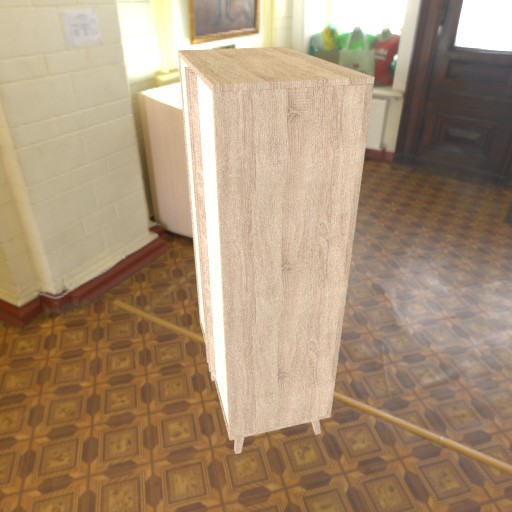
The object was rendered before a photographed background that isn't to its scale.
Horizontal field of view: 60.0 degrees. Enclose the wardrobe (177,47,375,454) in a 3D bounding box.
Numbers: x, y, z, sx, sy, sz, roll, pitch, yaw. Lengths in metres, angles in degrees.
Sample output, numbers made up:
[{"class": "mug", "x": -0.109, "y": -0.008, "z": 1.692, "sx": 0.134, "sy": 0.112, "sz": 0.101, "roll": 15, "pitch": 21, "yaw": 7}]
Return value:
[{"class": "wardrobe", "x": 0.000, "y": 0.000, "z": 2.416, "sx": 0.600, "sy": 1.960, "sz": 1.000, "roll": -8, "pitch": 32, "yaw": -13}]
